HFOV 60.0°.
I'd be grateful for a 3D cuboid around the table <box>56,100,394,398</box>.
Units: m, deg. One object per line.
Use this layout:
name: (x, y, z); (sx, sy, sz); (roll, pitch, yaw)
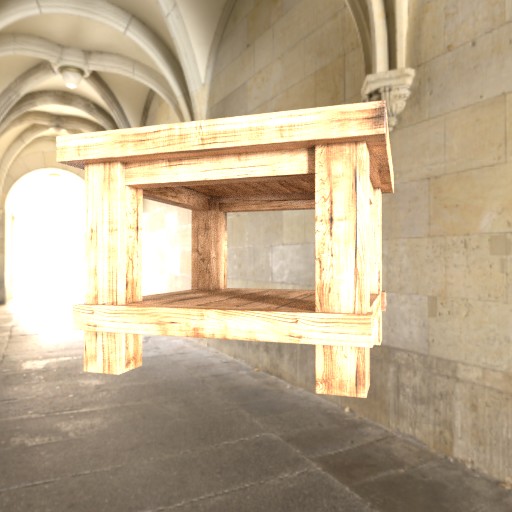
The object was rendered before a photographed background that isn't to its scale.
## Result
table: (0.000, 0.000, 1.045); (0.610, 0.457, 0.610); (0, -1, 18)
